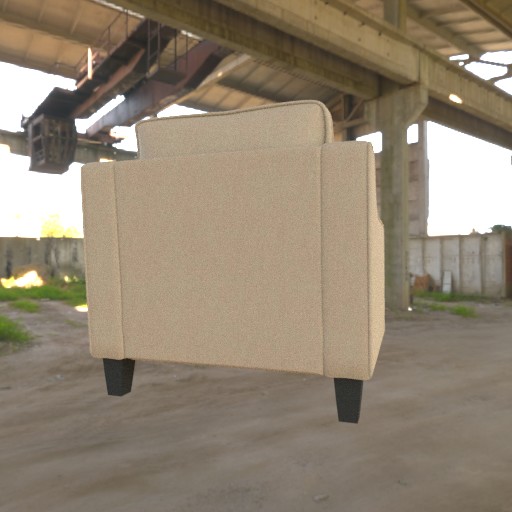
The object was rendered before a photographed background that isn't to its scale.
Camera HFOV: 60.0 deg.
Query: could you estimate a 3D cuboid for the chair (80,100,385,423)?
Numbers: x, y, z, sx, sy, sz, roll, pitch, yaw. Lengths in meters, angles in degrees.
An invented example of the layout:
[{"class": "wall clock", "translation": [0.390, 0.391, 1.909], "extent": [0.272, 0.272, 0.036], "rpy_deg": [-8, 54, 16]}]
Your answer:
[{"class": "chair", "translation": [0.000, 0.000, 1.705], "extent": [0.922, 0.948, 0.882], "rpy_deg": [0, 0, 18]}]
